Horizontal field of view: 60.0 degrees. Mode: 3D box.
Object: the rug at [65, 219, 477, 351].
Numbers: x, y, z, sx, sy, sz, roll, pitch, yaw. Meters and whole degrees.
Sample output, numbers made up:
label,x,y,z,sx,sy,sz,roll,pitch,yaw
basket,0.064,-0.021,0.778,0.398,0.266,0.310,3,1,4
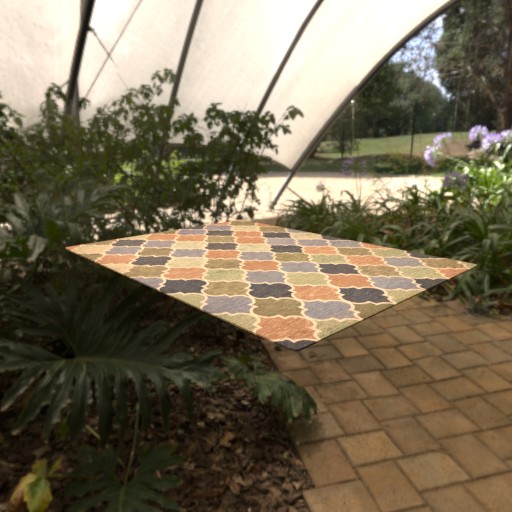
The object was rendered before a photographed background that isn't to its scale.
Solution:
label,x,y,z,sx,sy,sz,roll,pitch,yaw
rug,0.000,0.000,4.269,2.439,0.013,3.200,-13,20,-42
